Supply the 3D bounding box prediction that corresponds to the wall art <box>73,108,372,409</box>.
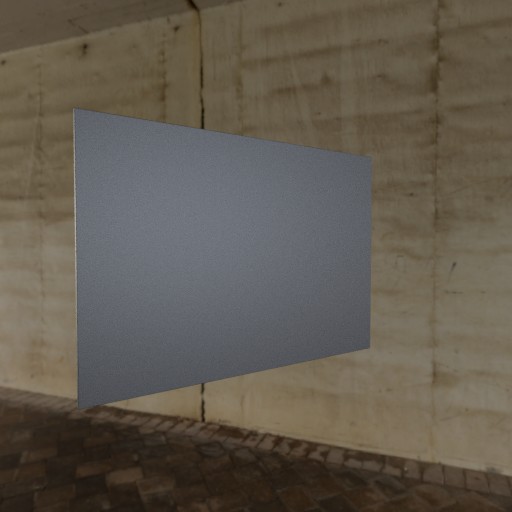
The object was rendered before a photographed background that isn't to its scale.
[{"bbox_3d":[0.000,0.000,1.538,1.192,0.811,0.013,-1,2,-36],"label":"wall art"}]
